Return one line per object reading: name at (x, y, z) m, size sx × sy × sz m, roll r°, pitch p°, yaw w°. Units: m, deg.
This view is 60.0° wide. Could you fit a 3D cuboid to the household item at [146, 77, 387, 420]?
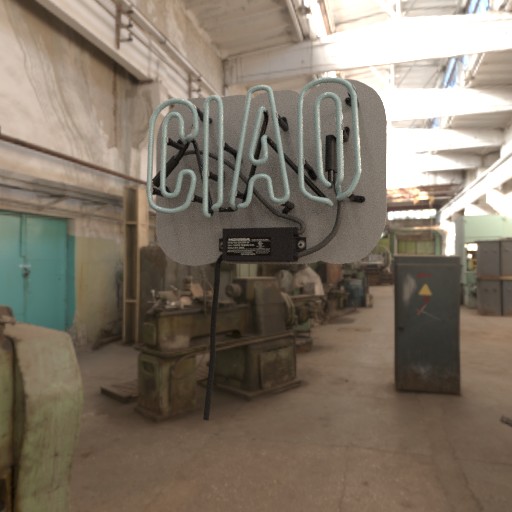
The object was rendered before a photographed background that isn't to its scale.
household item at (0.000, 0.000, 0.374) m, size 0.211 × 0.294 × 0.042 m, roll 0°, pitch 0°, yaw 18°
